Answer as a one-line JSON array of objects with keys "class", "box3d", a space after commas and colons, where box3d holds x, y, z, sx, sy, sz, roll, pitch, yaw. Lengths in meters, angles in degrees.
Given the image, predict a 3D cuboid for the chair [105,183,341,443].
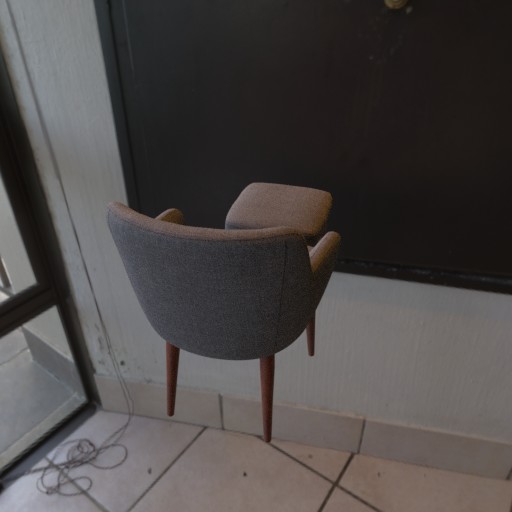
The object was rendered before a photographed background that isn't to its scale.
[{"class": "chair", "box3d": [0.000, 0.000, 1.565, 0.584, 0.799, 1.107, 9, 34, 14]}]
